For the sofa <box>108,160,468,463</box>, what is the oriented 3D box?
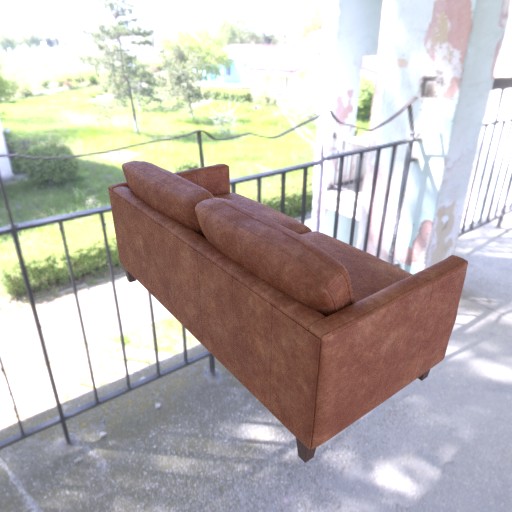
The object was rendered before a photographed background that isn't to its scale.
[{"bbox_3d":[0.000,0.000,2.486,0.923,0.863,1.971,-19,33,-32],"label":"sofa"}]
